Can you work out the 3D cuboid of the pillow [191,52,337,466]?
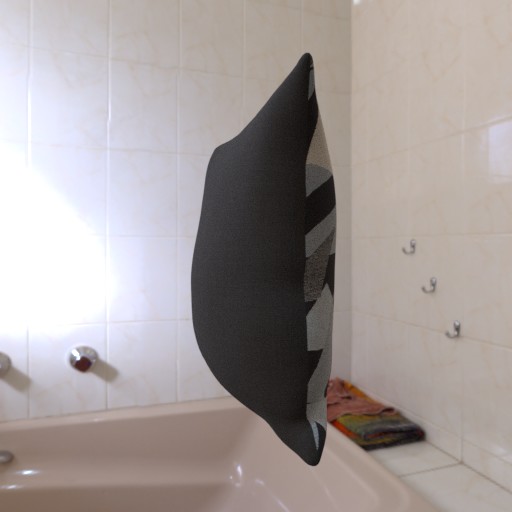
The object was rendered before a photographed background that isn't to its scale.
[{"bbox_3d":[0.000,0.000,0.760,0.208,0.496,0.503,0,1,-18],"label":"pillow"}]
